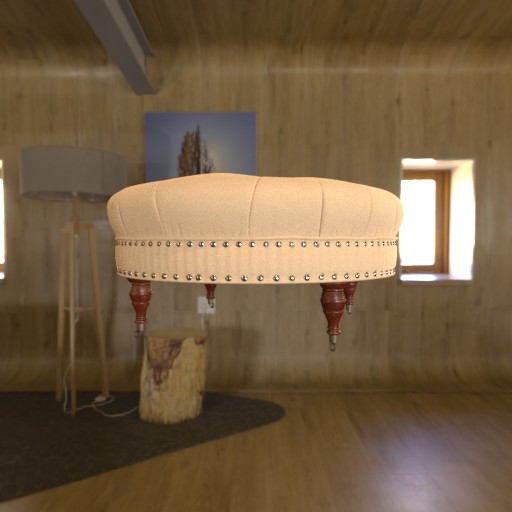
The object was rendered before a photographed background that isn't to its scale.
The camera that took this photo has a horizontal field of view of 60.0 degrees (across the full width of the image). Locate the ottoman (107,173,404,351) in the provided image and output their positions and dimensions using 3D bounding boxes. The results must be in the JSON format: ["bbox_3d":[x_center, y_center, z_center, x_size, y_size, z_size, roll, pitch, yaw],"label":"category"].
[{"bbox_3d":[0.000,0.000,1.407,0.901,0.439,0.901,0,2,0],"label":"ottoman"}]
